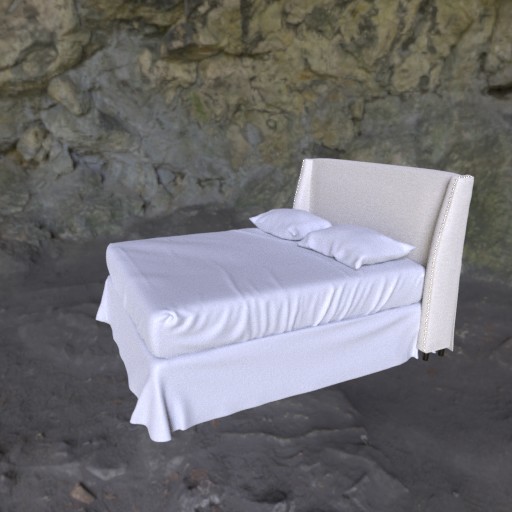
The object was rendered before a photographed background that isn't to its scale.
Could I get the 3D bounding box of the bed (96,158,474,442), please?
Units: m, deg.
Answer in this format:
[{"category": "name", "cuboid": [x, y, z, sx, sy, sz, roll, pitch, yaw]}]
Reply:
[{"category": "bed", "cuboid": [0.000, 0.000, 3.408, 2.276, 1.332, 1.925, -8, 18, -25]}]
